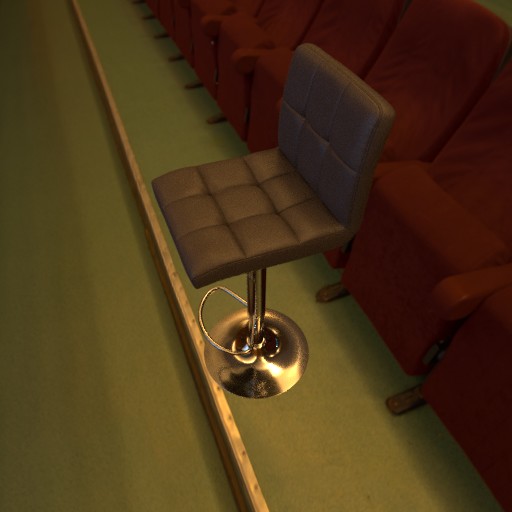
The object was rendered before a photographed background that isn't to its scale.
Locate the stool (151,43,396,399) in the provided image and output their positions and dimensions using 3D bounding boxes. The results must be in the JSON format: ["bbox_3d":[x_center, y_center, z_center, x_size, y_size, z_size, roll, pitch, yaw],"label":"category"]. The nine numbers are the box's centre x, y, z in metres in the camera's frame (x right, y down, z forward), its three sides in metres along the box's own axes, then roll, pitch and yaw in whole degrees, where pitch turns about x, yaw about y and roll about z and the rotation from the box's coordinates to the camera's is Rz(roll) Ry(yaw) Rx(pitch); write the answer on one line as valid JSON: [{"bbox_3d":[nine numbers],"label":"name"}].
[{"bbox_3d":[0.000,0.000,1.399,0.505,1.115,0.430,-17,49,-15],"label":"stool"}]
